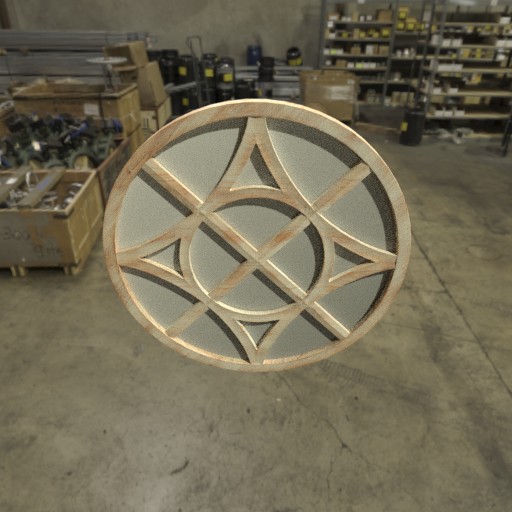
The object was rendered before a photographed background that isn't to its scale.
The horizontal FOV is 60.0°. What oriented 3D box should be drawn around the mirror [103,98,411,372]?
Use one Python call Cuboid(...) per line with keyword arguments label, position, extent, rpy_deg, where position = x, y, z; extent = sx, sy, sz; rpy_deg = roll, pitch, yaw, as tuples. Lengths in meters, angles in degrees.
Cuboid(label="mirror", position=(0.000, 0.000, 1.052), extent=(0.710, 0.710, 0.038), rpy_deg=(1, 30, 1))
